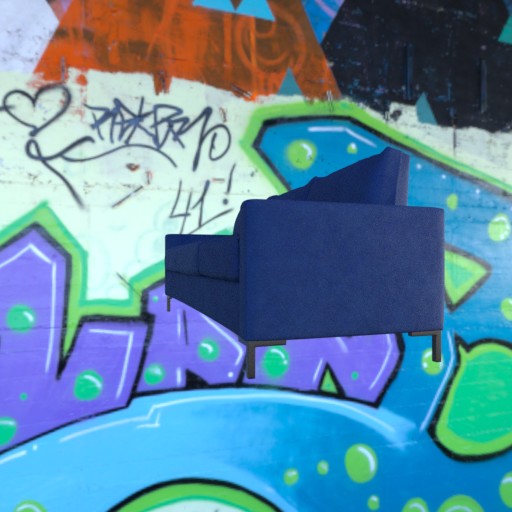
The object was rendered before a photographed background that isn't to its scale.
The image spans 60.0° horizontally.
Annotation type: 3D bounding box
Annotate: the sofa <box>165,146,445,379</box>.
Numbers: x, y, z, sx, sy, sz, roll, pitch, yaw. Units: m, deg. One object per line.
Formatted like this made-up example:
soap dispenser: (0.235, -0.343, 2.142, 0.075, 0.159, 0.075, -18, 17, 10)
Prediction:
sofa: (0.000, 0.000, 2.696, 0.875, 0.879, 2.252, 0, -1, -19)
